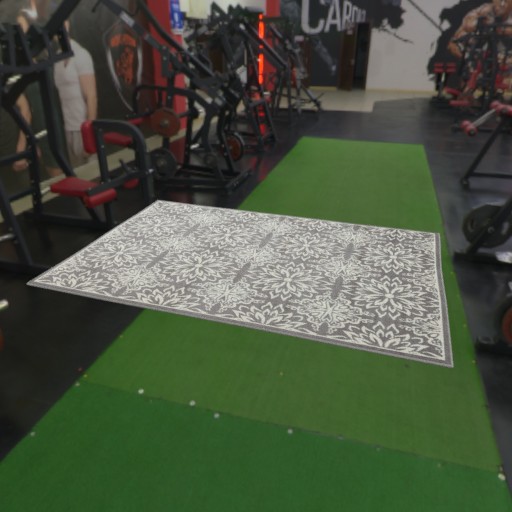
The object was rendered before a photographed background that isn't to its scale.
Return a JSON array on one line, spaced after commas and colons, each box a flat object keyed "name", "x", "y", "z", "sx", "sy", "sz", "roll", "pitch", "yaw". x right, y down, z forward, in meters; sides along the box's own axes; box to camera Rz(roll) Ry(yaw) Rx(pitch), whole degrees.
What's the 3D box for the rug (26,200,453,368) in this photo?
[{"name": "rug", "x": 0.000, "y": 0.000, "z": 2.317, "sx": 1.847, "sy": 0.012, "sz": 1.224, "roll": 8, "pitch": 28, "yaw": 16}]
